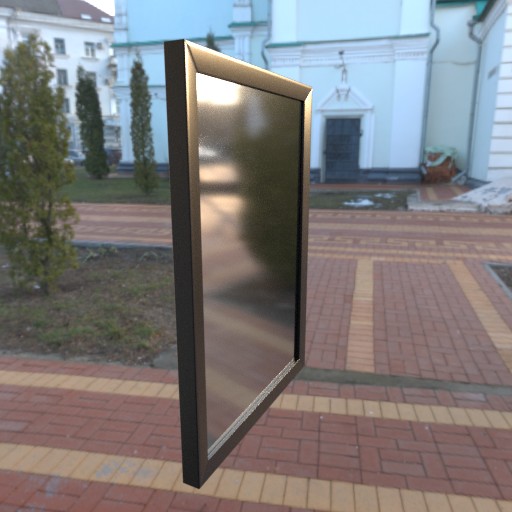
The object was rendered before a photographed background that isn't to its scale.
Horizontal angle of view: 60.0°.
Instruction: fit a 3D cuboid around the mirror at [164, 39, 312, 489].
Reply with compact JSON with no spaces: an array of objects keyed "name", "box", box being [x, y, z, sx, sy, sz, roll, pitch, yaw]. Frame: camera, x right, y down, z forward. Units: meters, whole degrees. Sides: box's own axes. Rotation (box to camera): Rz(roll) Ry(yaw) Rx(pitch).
[{"name":"mirror","box":[0.000,0.000,0.906,0.040,0.710,0.507,7,15,26]}]
